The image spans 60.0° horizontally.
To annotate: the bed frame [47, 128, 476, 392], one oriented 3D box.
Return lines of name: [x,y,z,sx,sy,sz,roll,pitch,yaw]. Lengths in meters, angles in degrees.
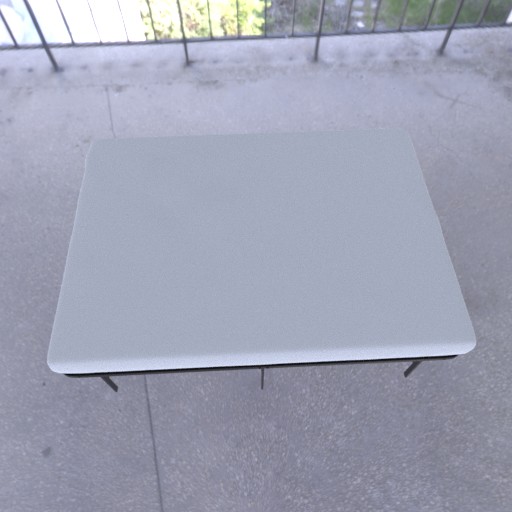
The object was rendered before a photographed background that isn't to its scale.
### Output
bed frame: [0.000,0.000,2.496,1.905,0.637,1.372,-2,58,-2]
